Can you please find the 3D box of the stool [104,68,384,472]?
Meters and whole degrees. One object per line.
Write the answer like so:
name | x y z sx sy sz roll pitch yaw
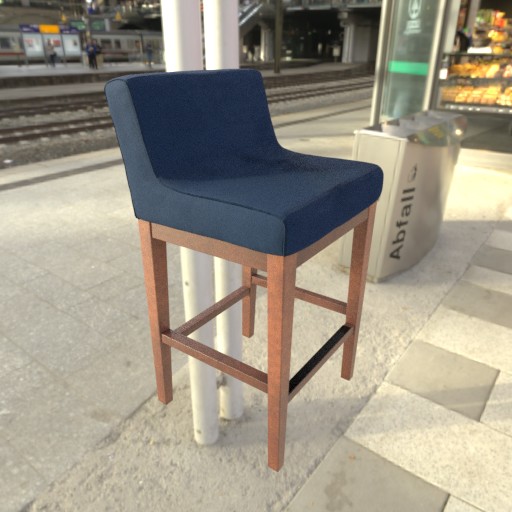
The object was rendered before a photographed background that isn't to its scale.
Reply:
stool | 0.000 0.000 1.236 0.516 0.945 0.511 17 30 32
